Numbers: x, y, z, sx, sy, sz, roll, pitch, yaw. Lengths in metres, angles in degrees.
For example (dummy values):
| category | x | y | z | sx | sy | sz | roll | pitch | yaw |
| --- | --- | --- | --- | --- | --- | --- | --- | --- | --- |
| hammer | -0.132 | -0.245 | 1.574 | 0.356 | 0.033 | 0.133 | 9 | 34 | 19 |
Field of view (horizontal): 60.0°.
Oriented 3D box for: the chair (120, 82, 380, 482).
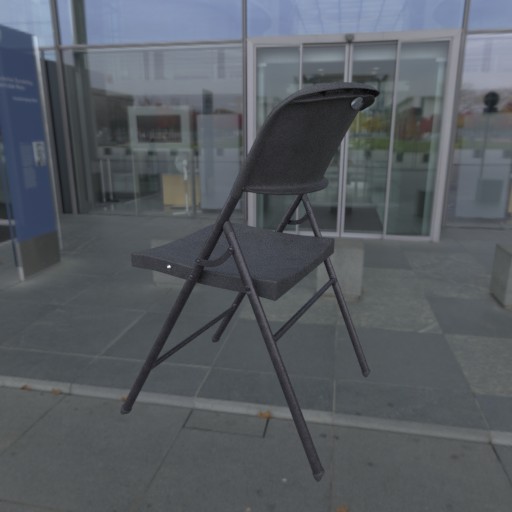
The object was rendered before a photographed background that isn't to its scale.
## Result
| category | x | y | z | sx | sy | sz | roll | pitch | yaw |
| --- | --- | --- | --- | --- | --- | --- | --- | --- | --- |
| chair | 0.000 | 0.000 | 1.154 | 0.567 | 0.810 | 0.494 | 7 | 17 | 25 |
